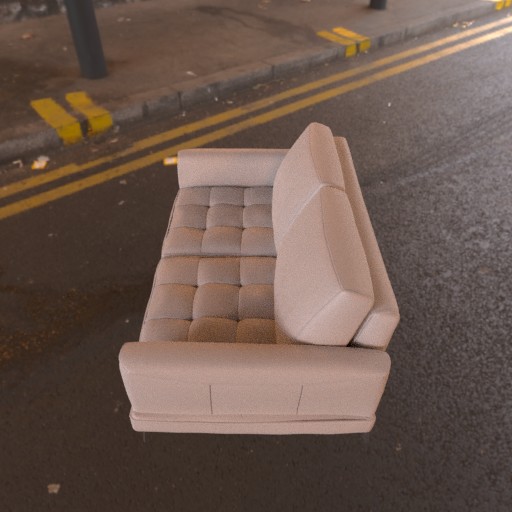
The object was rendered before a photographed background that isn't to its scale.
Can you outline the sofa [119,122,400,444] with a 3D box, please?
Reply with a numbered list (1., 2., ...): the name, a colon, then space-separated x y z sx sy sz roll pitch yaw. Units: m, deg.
1. sofa: 0.000 0.000 2.451 1.121 0.930 1.819 0 41 0
